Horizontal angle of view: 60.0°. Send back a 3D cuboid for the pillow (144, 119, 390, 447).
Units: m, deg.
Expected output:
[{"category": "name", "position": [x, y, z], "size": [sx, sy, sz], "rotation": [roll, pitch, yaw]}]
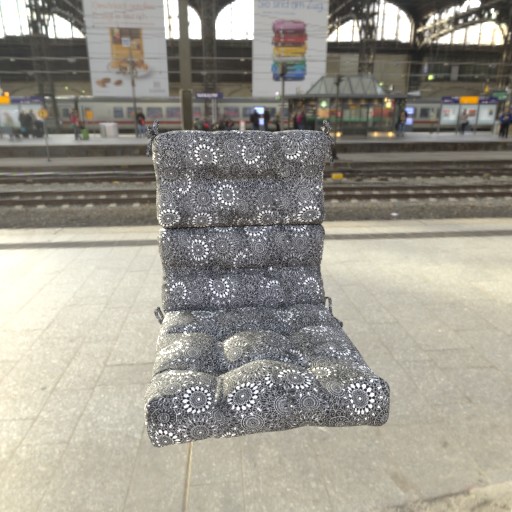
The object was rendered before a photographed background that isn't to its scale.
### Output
[{"category": "pillow", "position": [0.000, 0.000, 1.027], "size": [0.519, 0.605, 0.571], "rotation": [-2, 17, -7]}]
